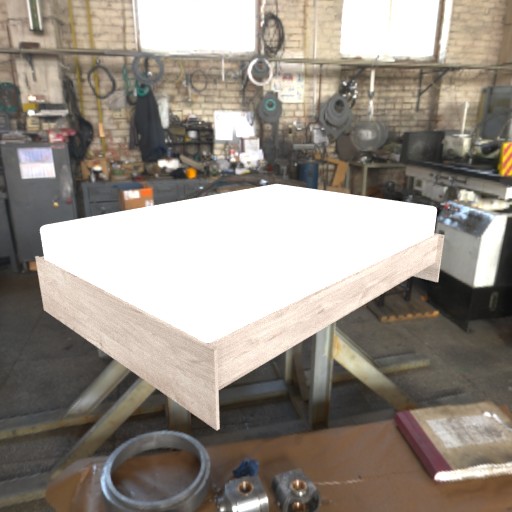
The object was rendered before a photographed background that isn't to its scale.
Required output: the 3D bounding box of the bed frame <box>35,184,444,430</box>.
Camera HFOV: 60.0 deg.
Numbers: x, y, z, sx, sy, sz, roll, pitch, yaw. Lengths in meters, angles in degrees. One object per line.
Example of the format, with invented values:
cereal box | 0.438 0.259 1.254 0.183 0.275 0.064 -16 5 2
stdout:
bed frame | 0.000 0.000 2.620 1.445 0.497 1.945 16 24 40
